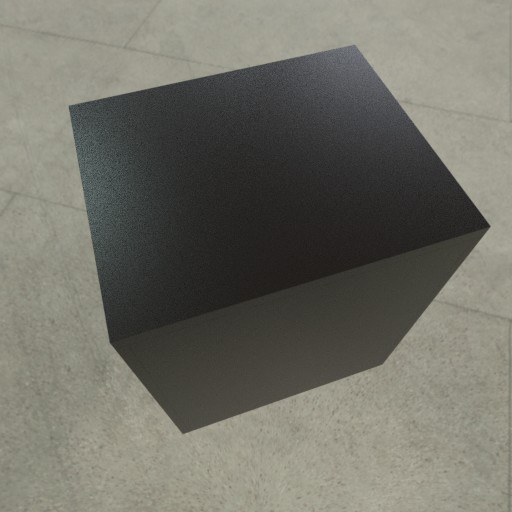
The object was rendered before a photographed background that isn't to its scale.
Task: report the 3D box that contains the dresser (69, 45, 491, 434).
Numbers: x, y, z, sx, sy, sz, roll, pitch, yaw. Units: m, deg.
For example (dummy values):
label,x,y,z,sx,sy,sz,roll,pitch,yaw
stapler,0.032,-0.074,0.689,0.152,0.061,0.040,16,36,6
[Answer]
label,x,y,z,sx,sy,sz,roll,pitch,yaw
dresser,0.000,0.000,0.722,0.400,0.470,0.360,-16,60,-10
